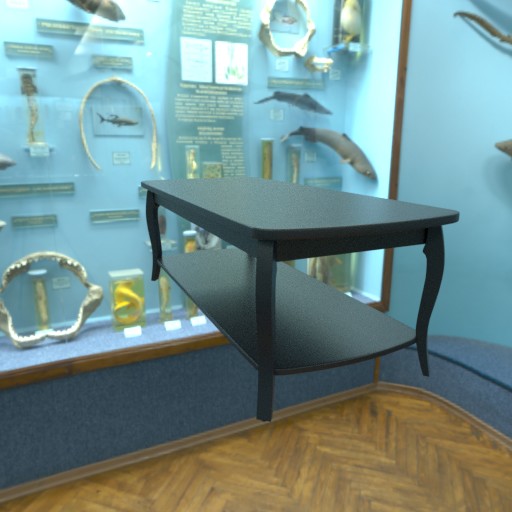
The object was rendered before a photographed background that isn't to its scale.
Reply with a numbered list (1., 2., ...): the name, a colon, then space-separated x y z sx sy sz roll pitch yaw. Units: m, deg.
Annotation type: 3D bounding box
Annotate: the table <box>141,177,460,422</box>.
1. table: 0.000 0.000 1.587 0.571 0.457 1.333 -6 16 -24
